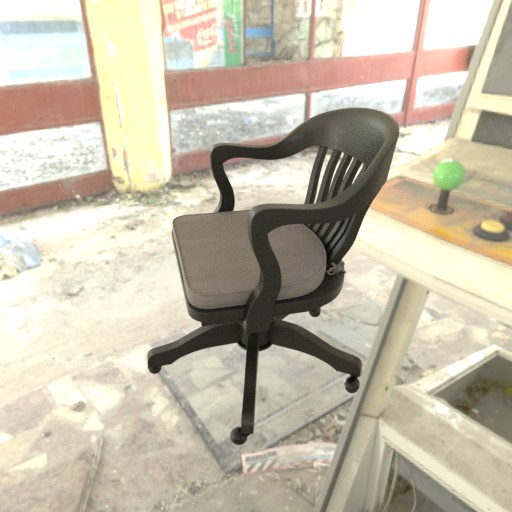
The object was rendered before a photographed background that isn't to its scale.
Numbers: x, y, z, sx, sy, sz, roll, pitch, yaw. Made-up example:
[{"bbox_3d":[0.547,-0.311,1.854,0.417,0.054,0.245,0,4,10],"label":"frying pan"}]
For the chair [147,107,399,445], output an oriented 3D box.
[{"bbox_3d":[0.000,0.000,1.446,0.788,0.878,0.750,-7,30,-13],"label":"chair"}]
